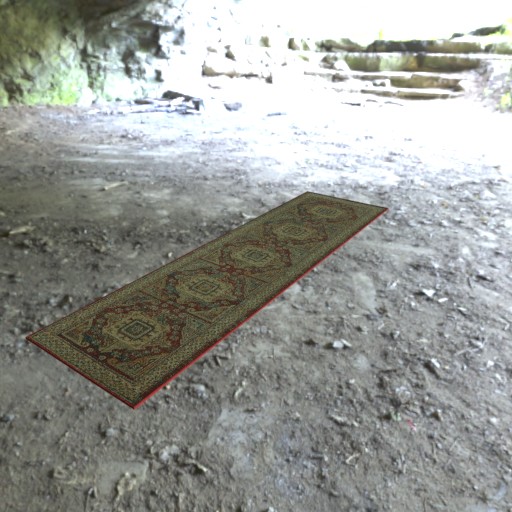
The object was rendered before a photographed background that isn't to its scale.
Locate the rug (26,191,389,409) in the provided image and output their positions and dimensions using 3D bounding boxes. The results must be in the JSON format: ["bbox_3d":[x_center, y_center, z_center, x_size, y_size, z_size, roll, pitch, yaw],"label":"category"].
[{"bbox_3d":[0.000,0.000,2.455,0.659,0.015,2.292,18,32,31],"label":"rug"}]
